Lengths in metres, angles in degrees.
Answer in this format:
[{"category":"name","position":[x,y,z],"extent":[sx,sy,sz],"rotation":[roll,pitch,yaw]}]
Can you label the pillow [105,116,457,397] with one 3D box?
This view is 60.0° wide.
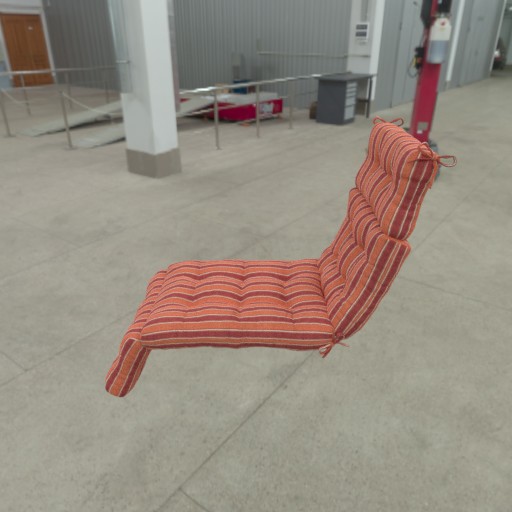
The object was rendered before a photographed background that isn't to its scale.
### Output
[{"category":"pillow","position":[0.000,0.000,1.508],"extent":[1.016,0.863,0.526],"rotation":[1,26,1]}]
